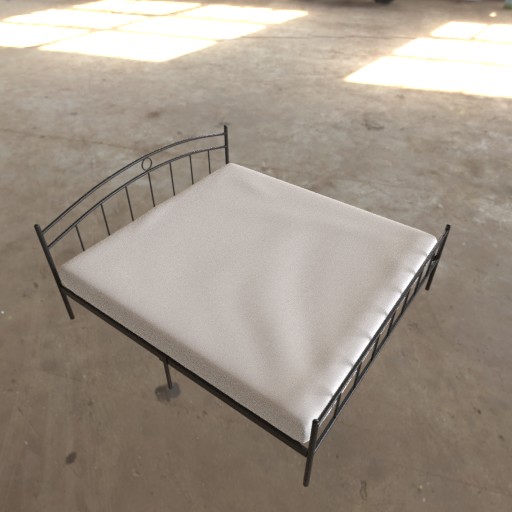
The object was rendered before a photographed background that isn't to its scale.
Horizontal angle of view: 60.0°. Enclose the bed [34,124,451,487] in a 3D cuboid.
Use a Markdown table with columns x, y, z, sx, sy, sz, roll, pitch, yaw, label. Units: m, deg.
| x | y | z | sx | sy | sz | roll | pitch | yaw | label |
| --- | --- | --- | --- | --- | --- | --- | --- | --- | --- |
| 0.000 | 0.000 | 3.094 | 2.040 | 0.940 | 1.880 | 25 | 46 | 27 | bed |
